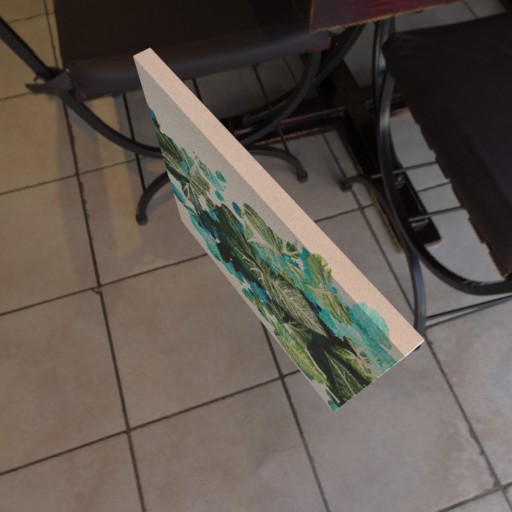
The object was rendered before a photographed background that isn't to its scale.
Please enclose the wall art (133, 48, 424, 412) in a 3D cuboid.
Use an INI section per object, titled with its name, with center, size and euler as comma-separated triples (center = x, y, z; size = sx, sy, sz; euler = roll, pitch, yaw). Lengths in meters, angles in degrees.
[wall art]
center = 0.000, 0.000, 0.990
size = 0.043, 0.610, 0.711
euler = -34, 69, -15
